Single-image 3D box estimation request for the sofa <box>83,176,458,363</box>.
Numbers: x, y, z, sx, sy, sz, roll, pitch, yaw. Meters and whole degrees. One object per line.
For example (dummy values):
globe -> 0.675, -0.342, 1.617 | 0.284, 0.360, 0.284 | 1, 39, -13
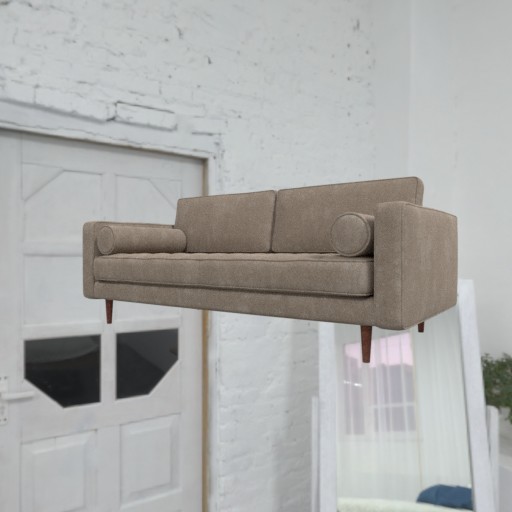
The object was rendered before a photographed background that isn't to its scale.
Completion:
sofa -> 0.000, 0.000, 2.376 | 1.883, 0.769, 0.920 | 0, 1, 35
